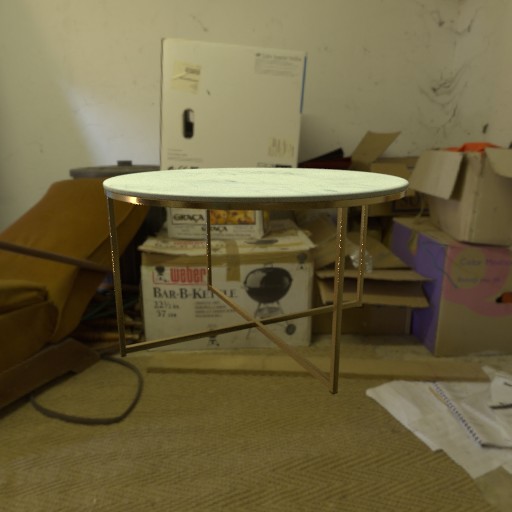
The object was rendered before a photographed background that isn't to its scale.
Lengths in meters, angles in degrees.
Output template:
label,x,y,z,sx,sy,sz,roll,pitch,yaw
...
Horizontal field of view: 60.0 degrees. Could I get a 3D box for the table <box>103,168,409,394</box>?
label,x,y,z,sx,sy,sz,roll,pitch,yaw
table,0.000,0.000,1.277,0.800,0.450,0.800,0,15,0
